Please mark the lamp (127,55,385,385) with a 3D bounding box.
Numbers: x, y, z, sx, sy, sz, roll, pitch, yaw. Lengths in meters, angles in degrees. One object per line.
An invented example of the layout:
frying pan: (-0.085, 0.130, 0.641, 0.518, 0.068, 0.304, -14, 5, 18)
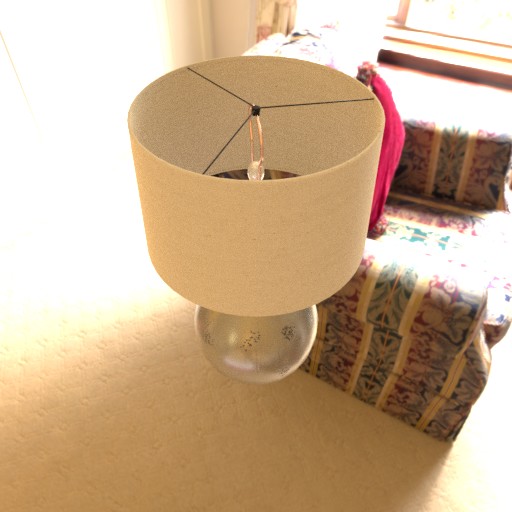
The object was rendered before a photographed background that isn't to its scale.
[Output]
lamp: (0.000, 0.000, 0.723, 0.330, 0.521, 0.330, 0, 46, 0)
